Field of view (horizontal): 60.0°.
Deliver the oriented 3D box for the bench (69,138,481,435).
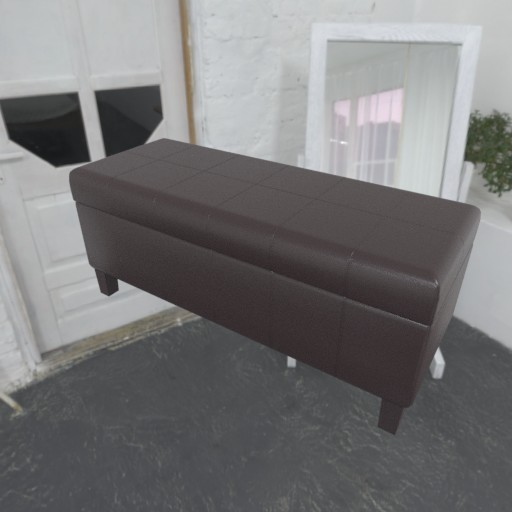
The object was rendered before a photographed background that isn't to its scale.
[{"bbox_3d":[0.000,0.000,1.328,1.092,0.457,0.429,19,36,28],"label":"bench"}]
